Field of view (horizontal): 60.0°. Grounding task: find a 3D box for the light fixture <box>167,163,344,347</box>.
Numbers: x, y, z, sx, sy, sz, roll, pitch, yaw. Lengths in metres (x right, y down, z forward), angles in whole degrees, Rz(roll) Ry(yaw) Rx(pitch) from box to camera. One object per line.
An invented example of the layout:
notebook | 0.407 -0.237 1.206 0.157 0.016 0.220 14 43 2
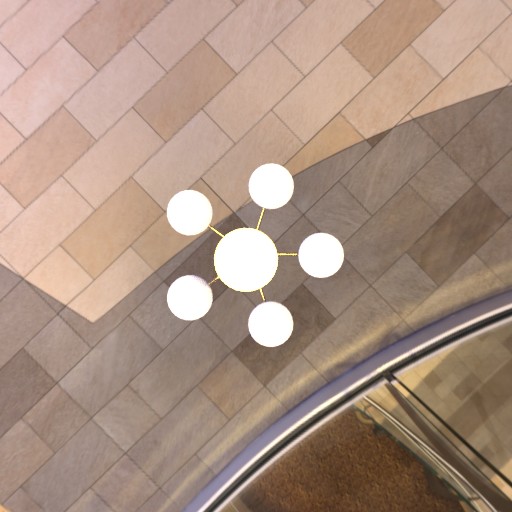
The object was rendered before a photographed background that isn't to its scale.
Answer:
light fixture | 0.000 0.000 1.784 0.785 1.331 0.815 0 91 -1
